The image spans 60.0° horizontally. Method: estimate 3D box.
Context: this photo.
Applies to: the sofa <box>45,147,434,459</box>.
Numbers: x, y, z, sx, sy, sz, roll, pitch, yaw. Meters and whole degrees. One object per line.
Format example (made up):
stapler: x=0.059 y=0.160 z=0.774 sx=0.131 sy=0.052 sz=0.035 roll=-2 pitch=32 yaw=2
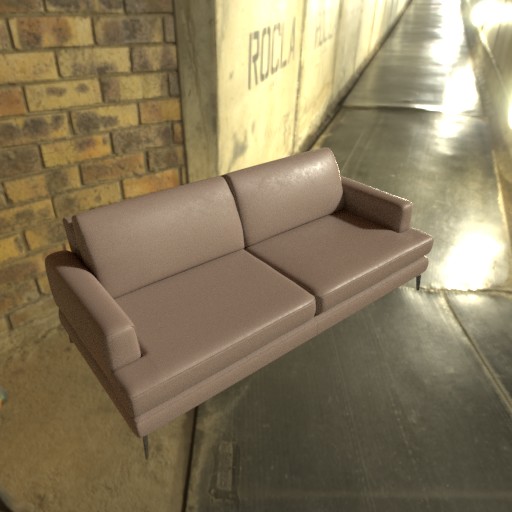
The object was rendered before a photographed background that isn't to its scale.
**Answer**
sofa: x=0.000 y=0.000 z=2.397 sx=1.940 sy=0.765 sz=0.974 roll=-22 pitch=37 yaw=-33
